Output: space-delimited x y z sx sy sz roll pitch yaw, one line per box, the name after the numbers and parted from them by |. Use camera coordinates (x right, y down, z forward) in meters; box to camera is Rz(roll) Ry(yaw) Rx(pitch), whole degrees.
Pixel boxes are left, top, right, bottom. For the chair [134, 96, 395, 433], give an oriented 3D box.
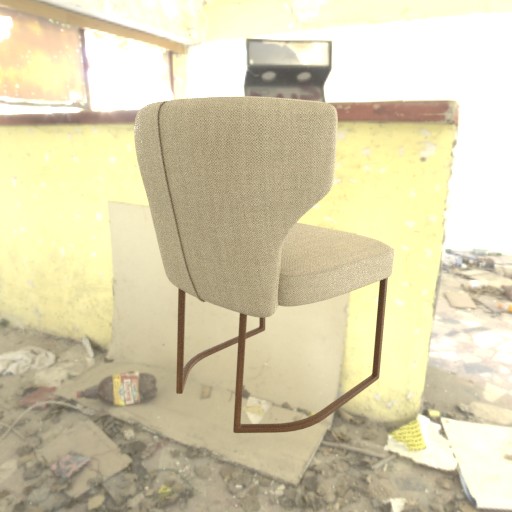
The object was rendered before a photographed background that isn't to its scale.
0.000 0.000 1.266 0.611 0.824 0.617 15 22 43 | chair
